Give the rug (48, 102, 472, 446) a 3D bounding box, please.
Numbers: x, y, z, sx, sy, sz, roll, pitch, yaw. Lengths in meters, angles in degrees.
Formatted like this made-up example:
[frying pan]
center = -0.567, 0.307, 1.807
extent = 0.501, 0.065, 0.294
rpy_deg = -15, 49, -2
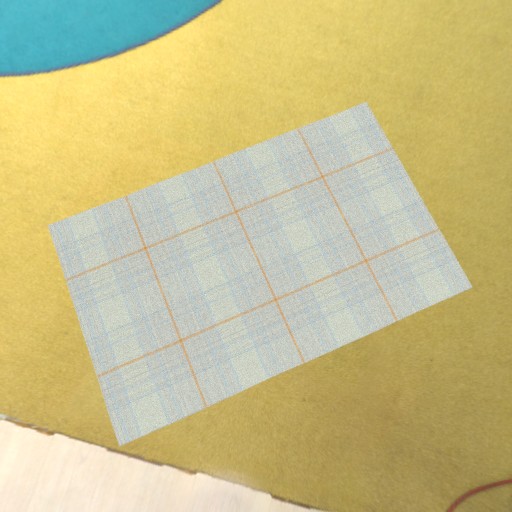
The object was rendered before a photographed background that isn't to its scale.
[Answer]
[rug]
center = 0.000, 0.000, 2.969
extent = 2.442, 0.016, 1.527
rpy_deg = -23, 76, -6
